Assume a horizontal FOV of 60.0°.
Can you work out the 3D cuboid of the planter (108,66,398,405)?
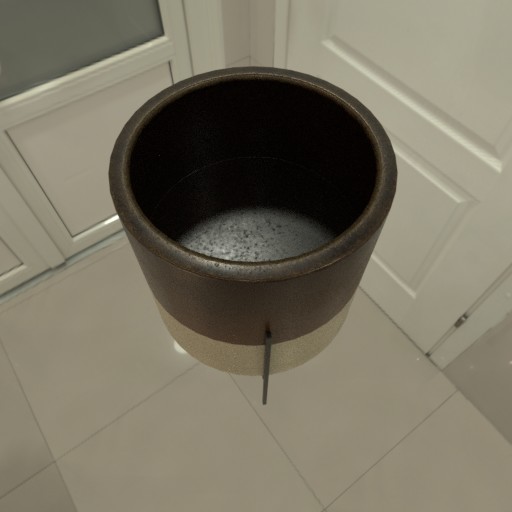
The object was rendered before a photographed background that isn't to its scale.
[{"bbox_3d":[0.000,0.000,0.725,0.354,0.465,0.345,-32,63,-18],"label":"planter"}]
